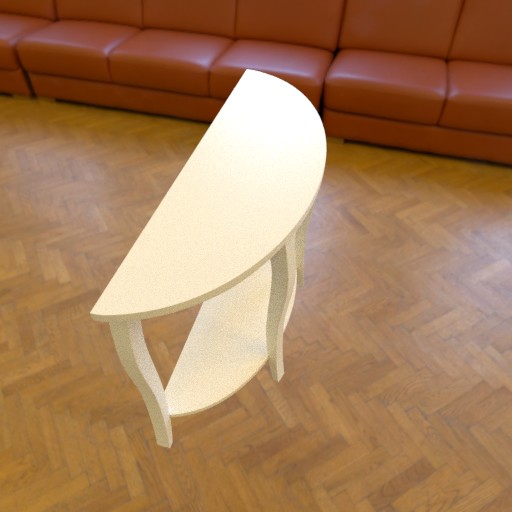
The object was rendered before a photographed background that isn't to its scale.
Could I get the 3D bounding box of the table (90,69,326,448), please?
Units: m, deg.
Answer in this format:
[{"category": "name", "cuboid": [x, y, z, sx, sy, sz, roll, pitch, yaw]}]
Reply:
[{"category": "table", "cuboid": [0.000, 0.000, 1.573, 0.394, 0.780, 1.219, 11, 47, 10]}]
